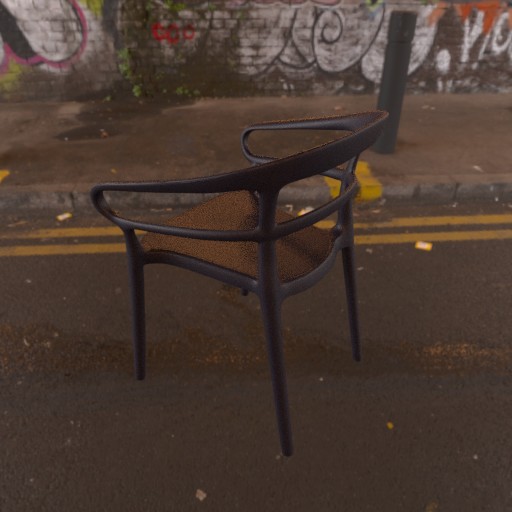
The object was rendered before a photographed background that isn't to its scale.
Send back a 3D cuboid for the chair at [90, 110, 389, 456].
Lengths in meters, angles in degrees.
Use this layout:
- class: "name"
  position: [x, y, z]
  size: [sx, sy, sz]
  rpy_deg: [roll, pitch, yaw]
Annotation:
- class: "chair"
  position: [0.000, 0.000, 1.132]
  size: [0.527, 0.761, 0.559]
  rpy_deg: [22, 38, 30]
